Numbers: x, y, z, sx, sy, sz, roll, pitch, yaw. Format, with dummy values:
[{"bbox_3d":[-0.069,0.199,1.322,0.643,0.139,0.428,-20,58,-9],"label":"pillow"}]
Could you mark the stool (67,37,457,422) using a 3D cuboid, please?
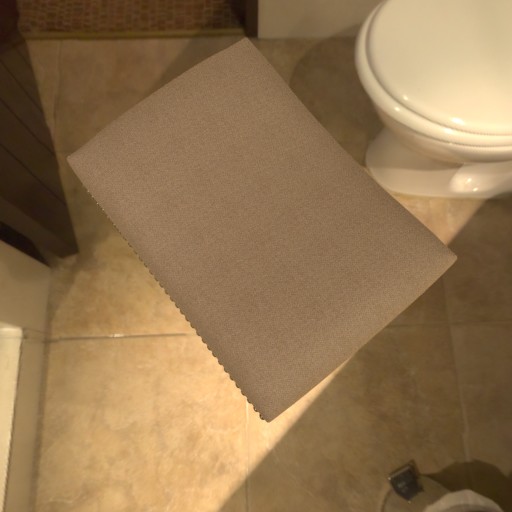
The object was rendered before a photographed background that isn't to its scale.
[{"bbox_3d":[0.000,0.000,0.940,0.375,0.632,0.509,-38,78,-9],"label":"stool"}]
